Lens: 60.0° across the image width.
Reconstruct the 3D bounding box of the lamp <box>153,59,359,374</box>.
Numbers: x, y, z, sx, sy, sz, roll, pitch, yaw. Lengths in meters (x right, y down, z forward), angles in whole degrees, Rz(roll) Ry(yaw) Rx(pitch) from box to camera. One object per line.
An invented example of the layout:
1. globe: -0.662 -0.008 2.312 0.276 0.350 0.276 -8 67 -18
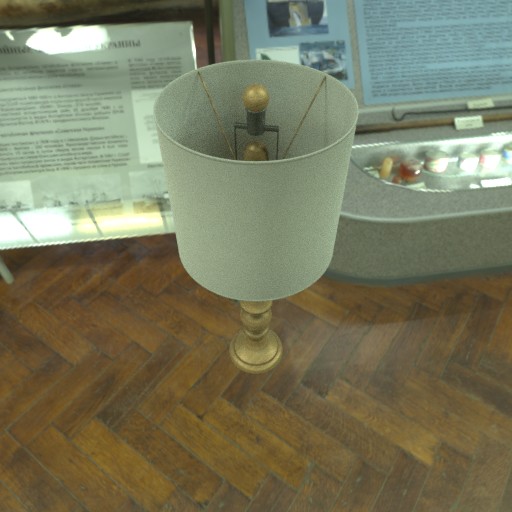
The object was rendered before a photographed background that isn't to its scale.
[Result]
1. lamp: 0.000 0.000 0.748 0.250 0.597 0.250 -31 54 -26
